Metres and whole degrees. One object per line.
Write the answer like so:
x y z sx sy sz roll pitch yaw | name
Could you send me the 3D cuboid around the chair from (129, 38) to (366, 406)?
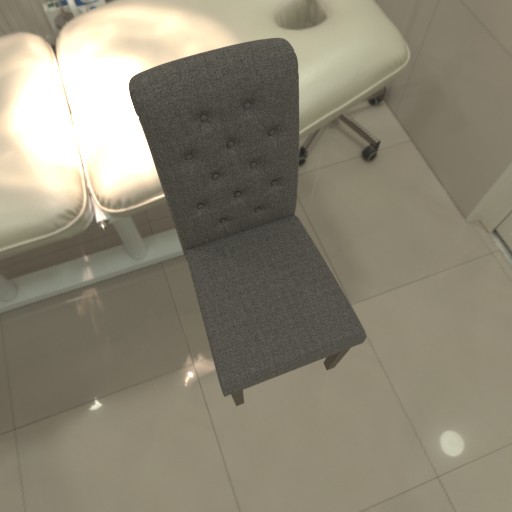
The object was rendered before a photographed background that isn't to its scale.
0.000 0.000 1.355 0.456 1.006 0.671 -19 65 -9 | chair
